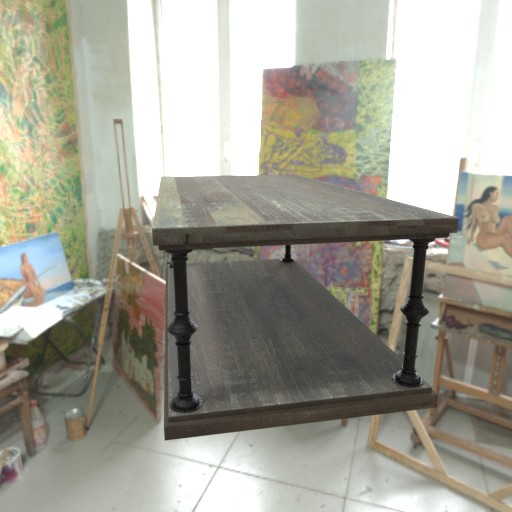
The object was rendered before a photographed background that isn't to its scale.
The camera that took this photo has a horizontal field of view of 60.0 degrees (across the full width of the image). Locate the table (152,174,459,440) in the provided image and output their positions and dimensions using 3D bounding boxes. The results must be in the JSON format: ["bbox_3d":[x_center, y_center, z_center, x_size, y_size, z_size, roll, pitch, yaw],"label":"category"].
[{"bbox_3d":[0.000,0.000,1.335,0.554,0.399,1.088,-3,15,-11],"label":"table"}]
